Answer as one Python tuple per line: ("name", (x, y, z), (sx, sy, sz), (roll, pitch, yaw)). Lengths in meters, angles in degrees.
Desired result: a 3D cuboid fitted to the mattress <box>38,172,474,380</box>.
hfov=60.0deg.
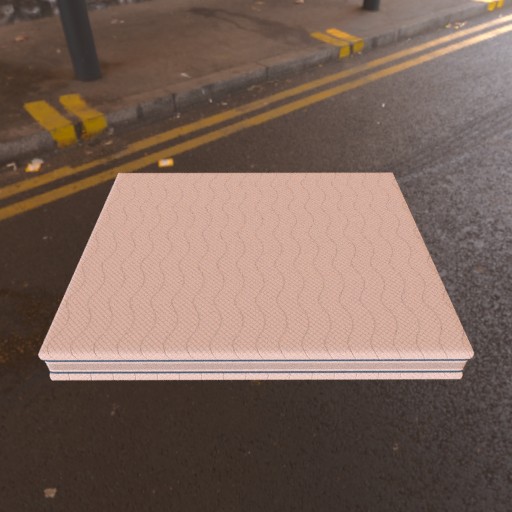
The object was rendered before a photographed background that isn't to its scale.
("mattress", (0.000, 0.000, 2.692), (2.000, 0.230, 1.600), (0, 41, 0))
